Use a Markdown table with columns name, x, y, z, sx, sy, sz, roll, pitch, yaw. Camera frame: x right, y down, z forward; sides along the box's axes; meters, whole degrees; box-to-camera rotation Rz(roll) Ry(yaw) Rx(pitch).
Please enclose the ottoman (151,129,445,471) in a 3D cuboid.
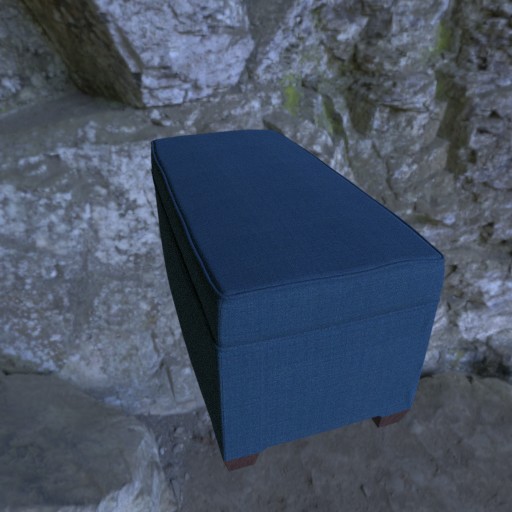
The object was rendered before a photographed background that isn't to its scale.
| name | x | y | z | sx | sy | sz | roll | pitch | yaw |
| --- | --- | --- | --- | --- | --- | --- | --- | --- | --- |
| ottoman | 0.000 | 0.000 | 1.220 | 0.474 | 0.474 | 0.943 | -9 | 32 | -15 |
